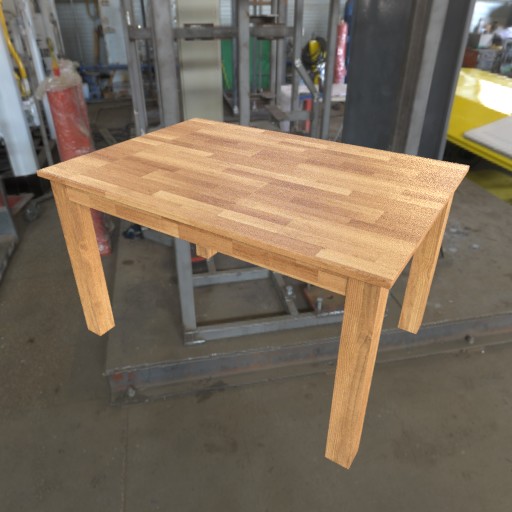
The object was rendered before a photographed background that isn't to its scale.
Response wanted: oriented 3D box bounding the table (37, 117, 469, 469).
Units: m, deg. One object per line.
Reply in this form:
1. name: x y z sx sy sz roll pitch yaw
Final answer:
1. table: 0.000 0.000 1.812 1.300 0.750 0.900 19 36 28
